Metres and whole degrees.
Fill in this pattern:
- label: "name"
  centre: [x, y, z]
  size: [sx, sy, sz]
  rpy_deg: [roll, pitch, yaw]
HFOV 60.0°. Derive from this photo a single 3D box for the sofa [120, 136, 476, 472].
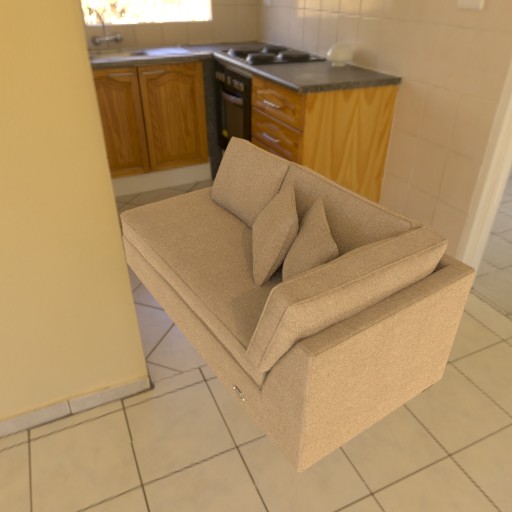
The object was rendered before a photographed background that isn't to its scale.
- label: "sofa"
  centre: [0.000, 0.000, 2.835]
  size: [1.110, 1.019, 2.238]
  rpy_deg: [-20, 37, -29]
